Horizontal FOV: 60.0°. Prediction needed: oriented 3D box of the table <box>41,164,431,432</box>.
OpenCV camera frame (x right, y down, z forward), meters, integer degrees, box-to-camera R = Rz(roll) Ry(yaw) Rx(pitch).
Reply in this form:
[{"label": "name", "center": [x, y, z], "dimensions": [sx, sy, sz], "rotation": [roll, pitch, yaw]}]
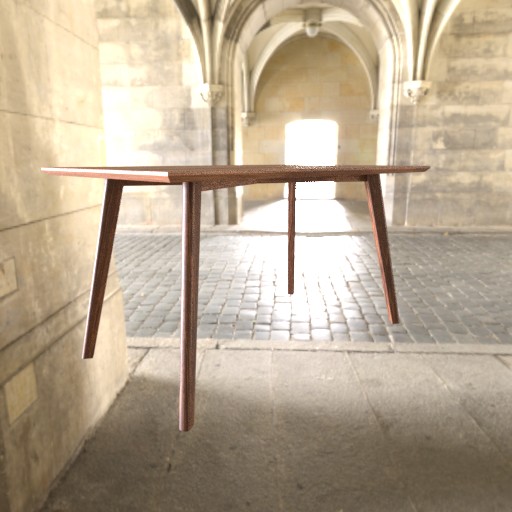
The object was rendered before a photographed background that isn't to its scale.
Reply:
[{"label": "table", "center": [0.000, 0.000, 1.830], "dimensions": [1.349, 0.724, 0.801], "rotation": [-12, 17, -43]}]
